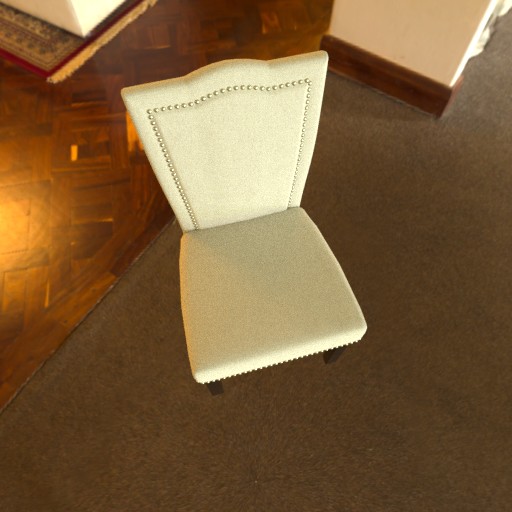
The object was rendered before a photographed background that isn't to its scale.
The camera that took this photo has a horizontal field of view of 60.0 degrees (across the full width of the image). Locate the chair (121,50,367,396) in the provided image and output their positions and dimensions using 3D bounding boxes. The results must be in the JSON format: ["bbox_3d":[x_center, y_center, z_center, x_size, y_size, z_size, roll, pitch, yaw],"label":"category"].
[{"bbox_3d":[0.000,0.000,1.313,0.518,0.946,0.589,-14,64,-7],"label":"chair"}]
